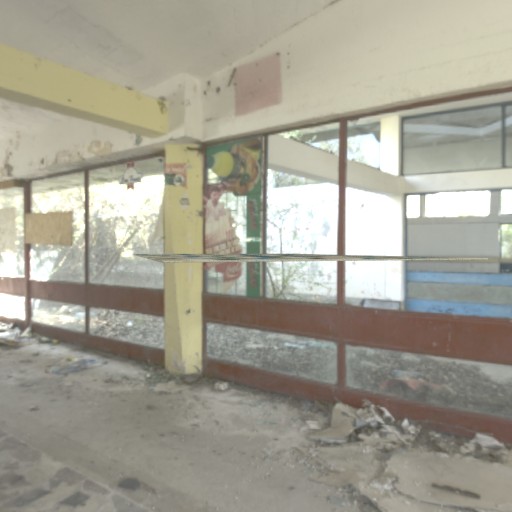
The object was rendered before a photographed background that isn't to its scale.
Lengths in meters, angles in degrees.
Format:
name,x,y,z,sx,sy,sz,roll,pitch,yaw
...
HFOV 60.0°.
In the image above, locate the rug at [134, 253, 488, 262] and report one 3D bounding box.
name,x,y,z,sx,sy,sz,roll,pitch,yaw
rug,0.000,0.000,2.994,1.507,0.007,2.433,0,1,-18
